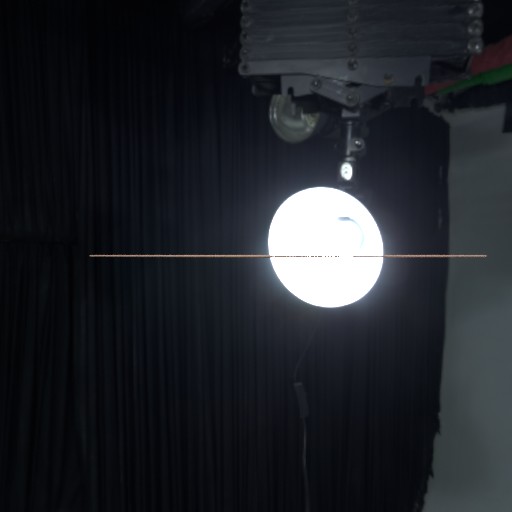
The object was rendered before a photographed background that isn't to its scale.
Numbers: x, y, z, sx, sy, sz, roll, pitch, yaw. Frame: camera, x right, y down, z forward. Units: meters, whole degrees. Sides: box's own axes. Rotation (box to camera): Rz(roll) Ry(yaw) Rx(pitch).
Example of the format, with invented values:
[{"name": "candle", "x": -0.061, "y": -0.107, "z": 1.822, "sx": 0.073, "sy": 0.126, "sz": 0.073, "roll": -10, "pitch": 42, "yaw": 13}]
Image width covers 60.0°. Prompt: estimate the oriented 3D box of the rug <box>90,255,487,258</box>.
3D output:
[{"name": "rug", "x": 0.000, "y": 0.000, "z": 2.359, "sx": 1.219, "sy": 0.008, "sz": 1.829, "roll": 0, "pitch": 0, "yaw": -36}]
